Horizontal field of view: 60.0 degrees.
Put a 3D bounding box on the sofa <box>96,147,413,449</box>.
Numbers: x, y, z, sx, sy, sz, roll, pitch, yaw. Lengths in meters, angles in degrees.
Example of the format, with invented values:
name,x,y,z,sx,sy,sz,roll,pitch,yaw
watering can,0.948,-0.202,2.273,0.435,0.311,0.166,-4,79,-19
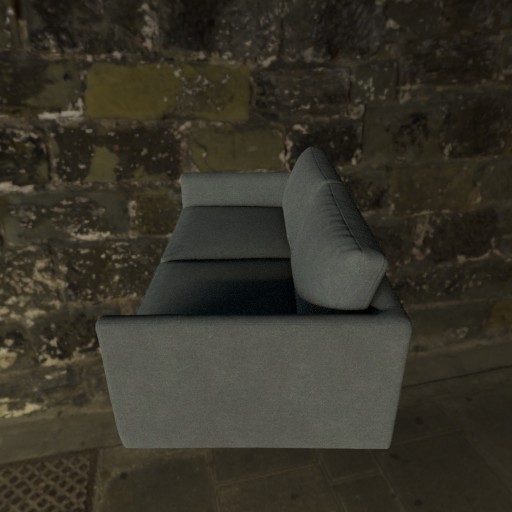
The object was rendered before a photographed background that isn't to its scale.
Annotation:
name,x,y,z,sx,sy,sz,roll,pitch,yaw
sofa,0.000,0.000,2.437,1.091,0.845,1.909,0,26,0
